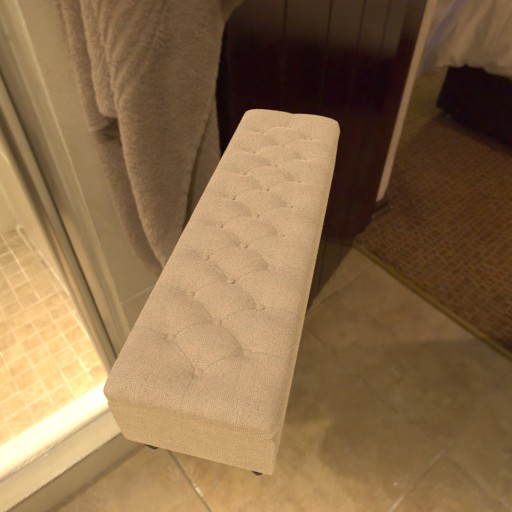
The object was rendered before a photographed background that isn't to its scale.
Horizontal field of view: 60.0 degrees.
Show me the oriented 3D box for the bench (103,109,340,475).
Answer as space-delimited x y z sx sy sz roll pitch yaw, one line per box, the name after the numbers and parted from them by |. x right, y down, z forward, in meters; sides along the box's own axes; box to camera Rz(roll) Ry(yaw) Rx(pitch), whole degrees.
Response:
0.000 0.000 1.698 0.455 0.467 1.480 10 46 9 | bench
